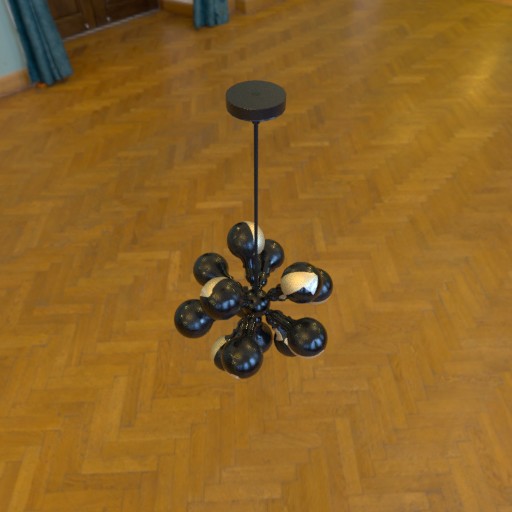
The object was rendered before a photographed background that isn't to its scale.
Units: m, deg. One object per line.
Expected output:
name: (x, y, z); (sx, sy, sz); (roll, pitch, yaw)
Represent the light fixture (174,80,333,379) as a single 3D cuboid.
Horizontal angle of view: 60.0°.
light fixture: (0.000, 0.000, 1.116); (0.468, 0.859, 0.420); (33, 55, 27)
